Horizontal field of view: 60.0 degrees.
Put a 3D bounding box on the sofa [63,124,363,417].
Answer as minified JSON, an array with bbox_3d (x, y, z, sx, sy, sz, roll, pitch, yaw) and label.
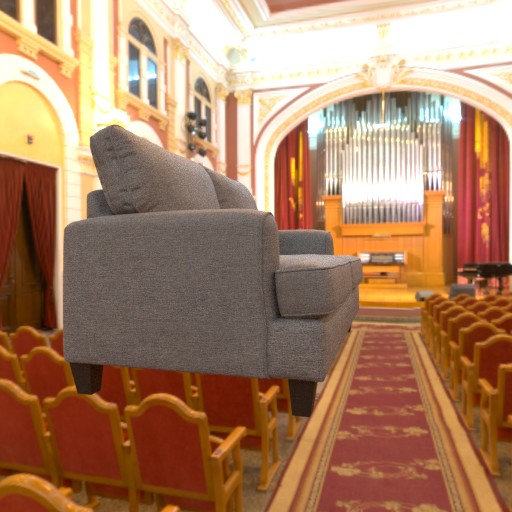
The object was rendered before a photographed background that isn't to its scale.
[{"bbox_3d":[0.000,0.000,2.185,0.965,0.965,1.651,0,1,17],"label":"sofa"}]
